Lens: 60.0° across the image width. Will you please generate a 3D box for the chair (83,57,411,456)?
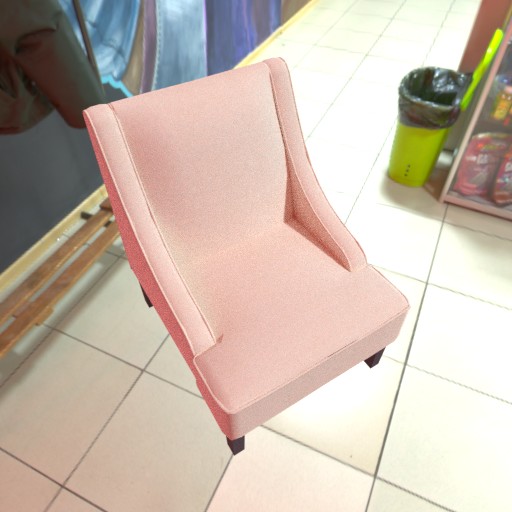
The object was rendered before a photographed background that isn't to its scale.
[{"bbox_3d":[0.000,0.000,1.453,0.689,0.886,0.806,-25,52,-21],"label":"chair"}]
